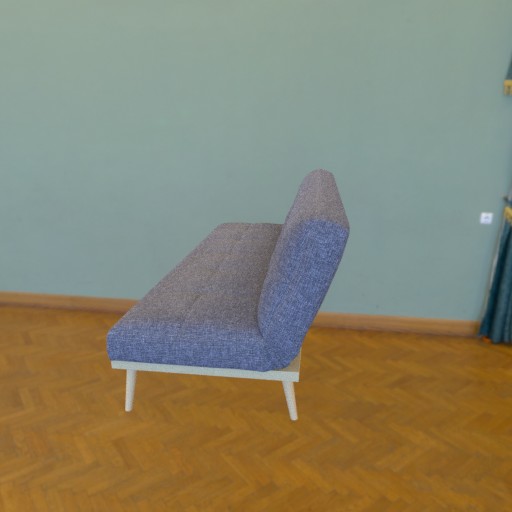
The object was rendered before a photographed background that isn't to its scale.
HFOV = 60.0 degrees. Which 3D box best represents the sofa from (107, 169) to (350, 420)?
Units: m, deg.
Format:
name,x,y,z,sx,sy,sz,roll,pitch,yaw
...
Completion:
name,x,y,z,sx,sy,sz,roll,pitch,yaw
sofa,0.000,0.000,2.322,0.820,0.770,1.820,2,16,7
